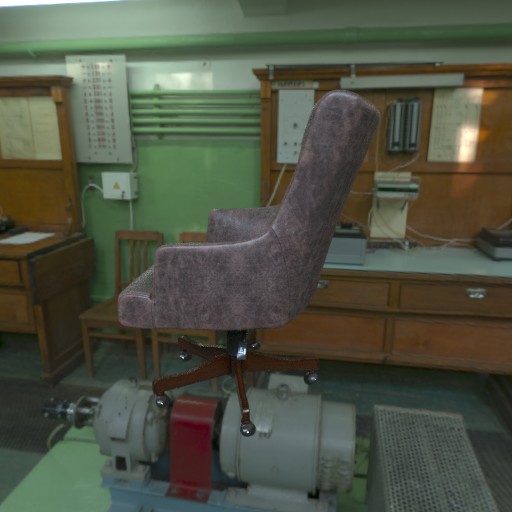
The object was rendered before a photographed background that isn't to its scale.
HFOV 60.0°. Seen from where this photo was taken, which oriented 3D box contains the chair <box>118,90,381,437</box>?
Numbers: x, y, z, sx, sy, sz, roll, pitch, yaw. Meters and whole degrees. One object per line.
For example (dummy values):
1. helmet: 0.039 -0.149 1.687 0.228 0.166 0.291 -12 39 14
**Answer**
1. chair: 0.000 0.000 1.538 0.762 1.035 0.641 2 16 8
